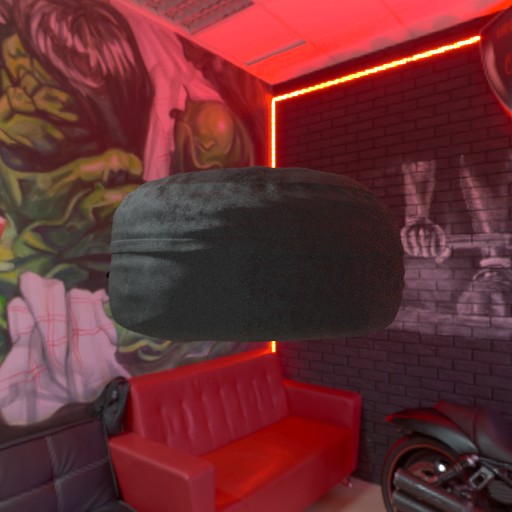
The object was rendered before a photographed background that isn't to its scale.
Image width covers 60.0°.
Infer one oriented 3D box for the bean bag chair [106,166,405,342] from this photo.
[{"bbox_3d":[0.000,0.000,2.383,1.525,0.751,1.525,0,-2,0],"label":"bean bag chair"}]
